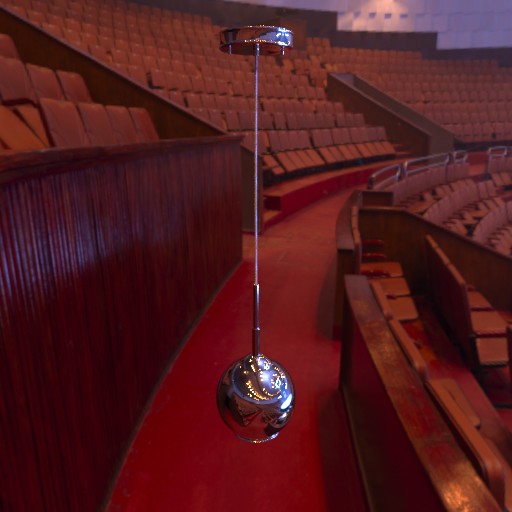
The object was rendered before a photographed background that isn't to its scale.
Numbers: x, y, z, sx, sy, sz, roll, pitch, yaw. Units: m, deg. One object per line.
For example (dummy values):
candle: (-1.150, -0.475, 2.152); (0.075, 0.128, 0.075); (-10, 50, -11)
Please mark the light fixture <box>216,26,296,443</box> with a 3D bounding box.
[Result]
light fixture: (0.000, 0.000, 1.691); (0.336, 1.538, 0.336); (-2, 17, -7)
